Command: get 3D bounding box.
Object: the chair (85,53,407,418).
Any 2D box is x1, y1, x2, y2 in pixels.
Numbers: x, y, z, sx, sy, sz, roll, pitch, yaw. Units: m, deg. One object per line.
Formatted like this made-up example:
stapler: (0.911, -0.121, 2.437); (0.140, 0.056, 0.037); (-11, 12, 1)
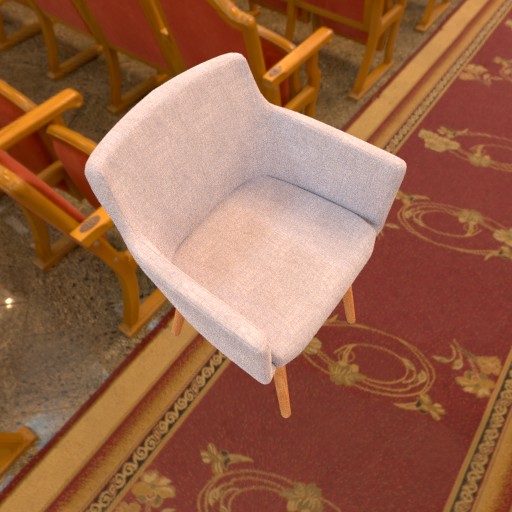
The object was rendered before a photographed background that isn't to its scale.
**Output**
chair: (0.000, 0.000, 1.150); (0.540, 0.780, 0.570); (32, 63, 19)
